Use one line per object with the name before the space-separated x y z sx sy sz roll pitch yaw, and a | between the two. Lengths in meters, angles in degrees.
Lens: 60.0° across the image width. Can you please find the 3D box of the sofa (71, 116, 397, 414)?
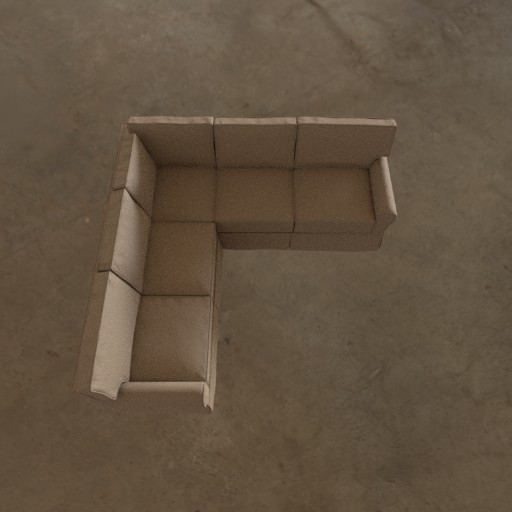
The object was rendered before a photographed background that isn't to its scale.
sofa | 0.000 0.000 4.151 2.733 1.124 2.730 0 63 0
